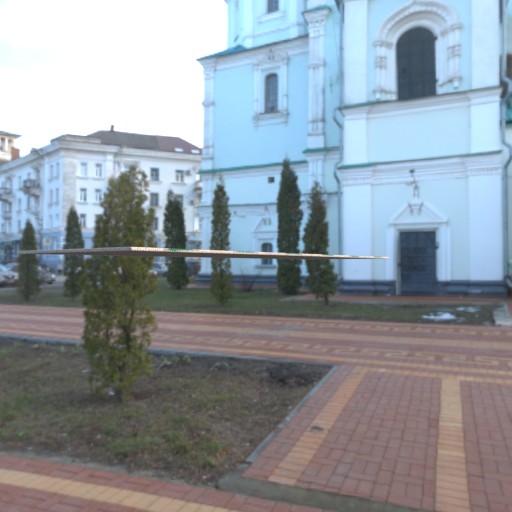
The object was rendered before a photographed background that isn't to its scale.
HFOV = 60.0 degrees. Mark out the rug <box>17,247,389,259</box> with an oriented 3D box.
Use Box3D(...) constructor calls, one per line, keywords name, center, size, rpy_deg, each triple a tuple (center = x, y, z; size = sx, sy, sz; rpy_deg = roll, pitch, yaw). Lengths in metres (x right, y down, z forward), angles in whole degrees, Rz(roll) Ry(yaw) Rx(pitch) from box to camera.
Box3D(name="rug", center=(0.000, 0.000, 2.655), size=(0.768, 0.012, 2.438), rpy_deg=(-1, -1, 36))
